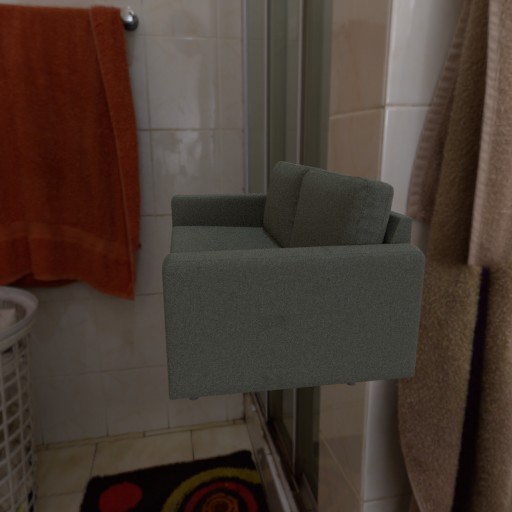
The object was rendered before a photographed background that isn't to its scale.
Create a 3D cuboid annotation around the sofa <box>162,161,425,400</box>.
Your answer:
[{"bbox_3d":[0.000,0.000,2.295,0.889,0.897,1.730,-2,15,-9],"label":"sofa"}]
